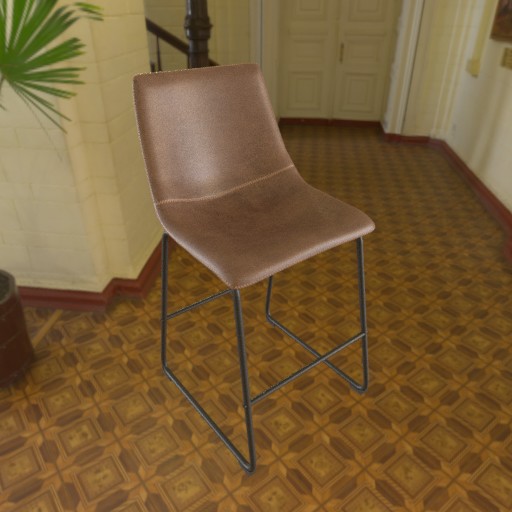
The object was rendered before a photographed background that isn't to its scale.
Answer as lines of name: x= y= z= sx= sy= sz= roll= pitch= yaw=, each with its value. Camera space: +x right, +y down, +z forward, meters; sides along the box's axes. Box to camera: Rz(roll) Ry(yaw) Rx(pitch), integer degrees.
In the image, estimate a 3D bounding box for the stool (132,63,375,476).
stool: x=0.000 y=0.000 z=1.195 sx=0.460 sy=0.890 sz=0.550 roll=-22 pitch=37 yaw=-32
